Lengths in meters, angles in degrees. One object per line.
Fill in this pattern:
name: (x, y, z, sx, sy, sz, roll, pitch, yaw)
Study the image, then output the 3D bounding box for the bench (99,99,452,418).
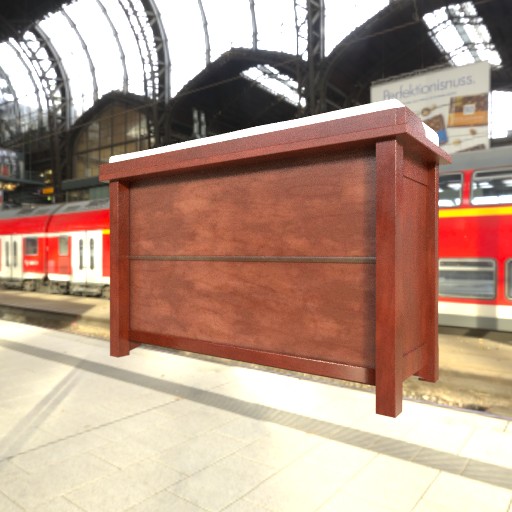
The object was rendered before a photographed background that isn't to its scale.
bench: (0.000, 0.000, 1.293, 0.987, 0.646, 0.369, 0, 1, 36)
